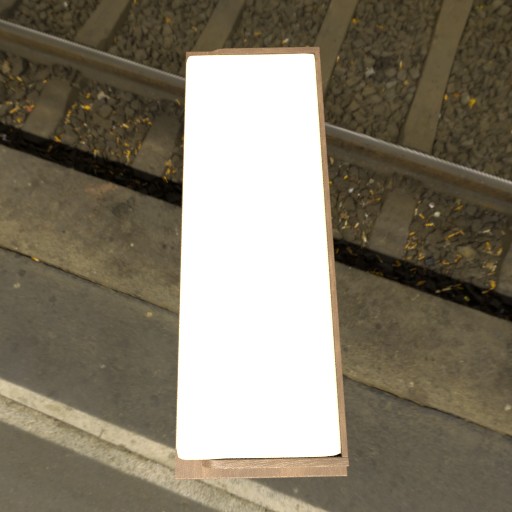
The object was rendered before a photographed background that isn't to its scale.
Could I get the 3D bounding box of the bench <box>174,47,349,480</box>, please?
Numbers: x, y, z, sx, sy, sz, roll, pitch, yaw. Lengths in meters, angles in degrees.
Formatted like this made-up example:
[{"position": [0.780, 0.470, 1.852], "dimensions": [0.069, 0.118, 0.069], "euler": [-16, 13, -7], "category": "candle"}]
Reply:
[{"position": [0.000, 0.000, 1.382], "dimensions": [0.402, 0.501, 1.185], "euler": [-1, 74, 0], "category": "bench"}]
